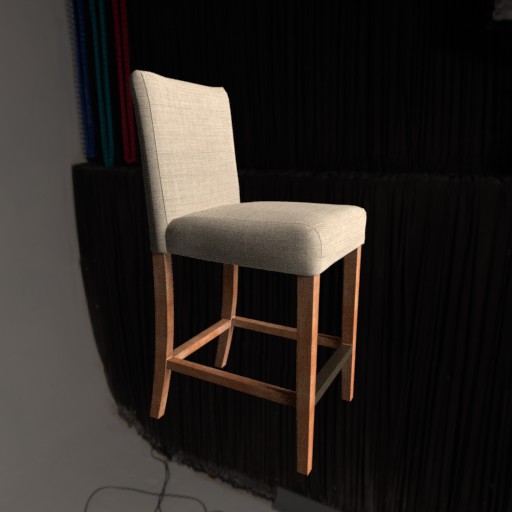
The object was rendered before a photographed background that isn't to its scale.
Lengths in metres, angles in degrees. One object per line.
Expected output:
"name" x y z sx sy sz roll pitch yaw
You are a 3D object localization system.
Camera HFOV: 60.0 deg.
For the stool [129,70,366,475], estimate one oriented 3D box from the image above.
"stool" 0.000 0.000 1.352 0.567 1.039 0.454 7 16 27
